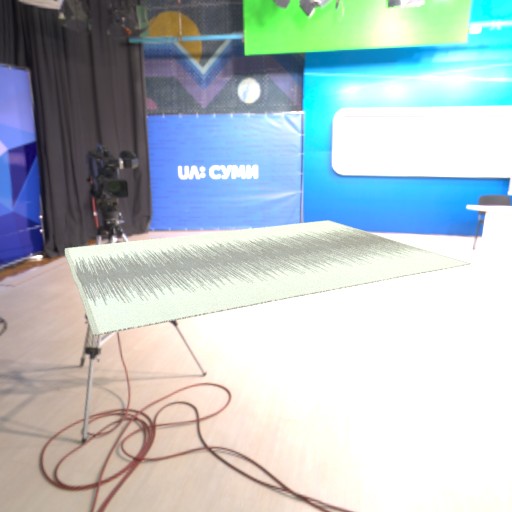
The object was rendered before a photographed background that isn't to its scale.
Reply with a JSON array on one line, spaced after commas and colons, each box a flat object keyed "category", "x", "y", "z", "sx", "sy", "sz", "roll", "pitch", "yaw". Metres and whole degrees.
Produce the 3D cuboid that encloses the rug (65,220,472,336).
[{"category": "rug", "x": 0.000, "y": 0.000, "z": 2.356, "sx": 1.815, "sy": 0.007, "sz": 1.226, "roll": -8, "pitch": 18, "yaw": -25}]
